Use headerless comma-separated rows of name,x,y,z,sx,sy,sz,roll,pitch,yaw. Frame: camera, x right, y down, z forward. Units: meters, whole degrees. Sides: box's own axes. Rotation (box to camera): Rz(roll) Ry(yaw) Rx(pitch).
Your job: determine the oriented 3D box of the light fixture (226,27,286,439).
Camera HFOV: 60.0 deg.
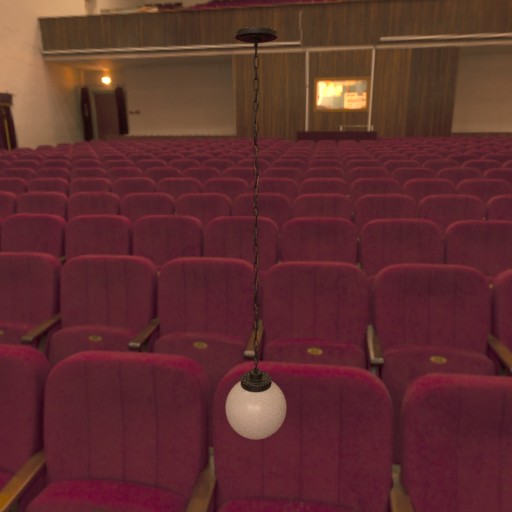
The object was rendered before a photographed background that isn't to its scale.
light fixture,0.000,0.000,2.026,0.304,1.867,0.305,2,15,9
